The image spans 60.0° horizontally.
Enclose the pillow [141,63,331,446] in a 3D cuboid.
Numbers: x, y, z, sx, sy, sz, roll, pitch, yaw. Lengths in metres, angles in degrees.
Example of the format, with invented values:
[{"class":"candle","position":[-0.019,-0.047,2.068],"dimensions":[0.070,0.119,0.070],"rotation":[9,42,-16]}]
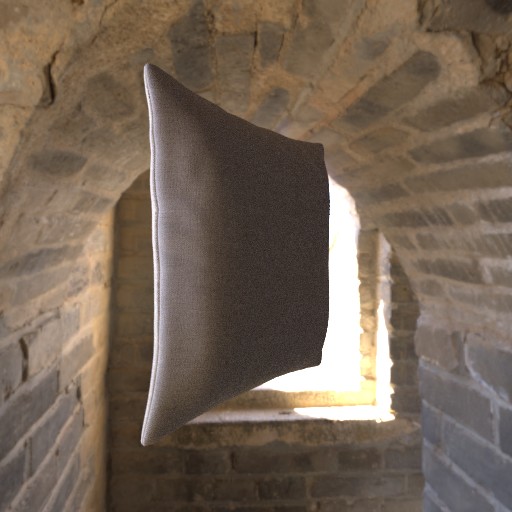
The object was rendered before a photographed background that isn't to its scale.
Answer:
[{"class":"pillow","position":[0.000,0.000,0.801],"dimensions":[0.166,0.510,0.523],"rotation":[0,0,35]}]
